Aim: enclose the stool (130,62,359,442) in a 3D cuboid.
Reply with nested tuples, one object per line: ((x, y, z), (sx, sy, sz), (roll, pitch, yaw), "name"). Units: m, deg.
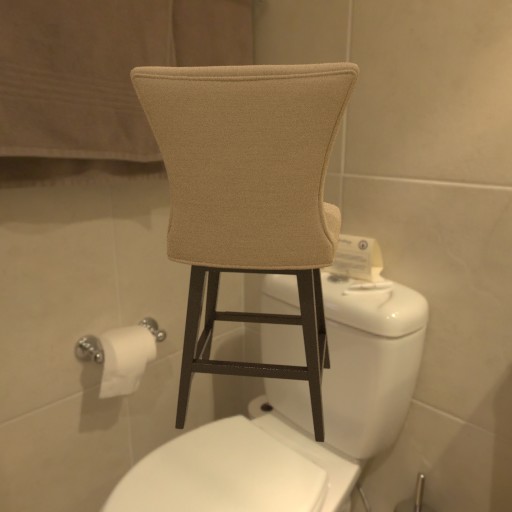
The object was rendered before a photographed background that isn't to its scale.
((0.000, 0.000, 1.324), (0.514, 1.000, 0.574), (2, 16, 8), "stool")
